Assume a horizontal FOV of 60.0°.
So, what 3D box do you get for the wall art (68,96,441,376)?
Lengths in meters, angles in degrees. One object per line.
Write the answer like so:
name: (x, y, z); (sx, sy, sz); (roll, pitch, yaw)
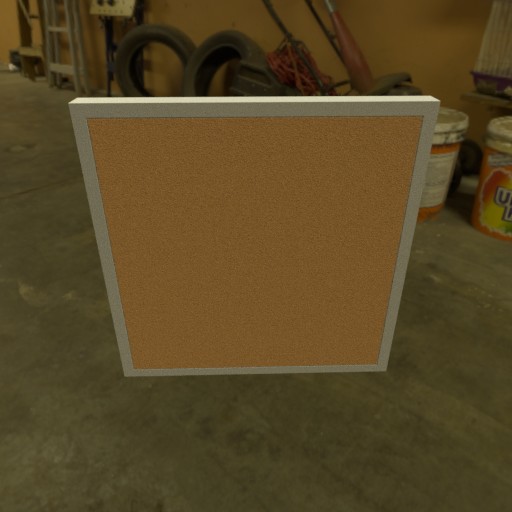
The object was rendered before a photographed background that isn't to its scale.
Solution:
wall art: (0.000, 0.000, 0.746); (0.506, 0.506, 0.038); (-1, 30, -1)
